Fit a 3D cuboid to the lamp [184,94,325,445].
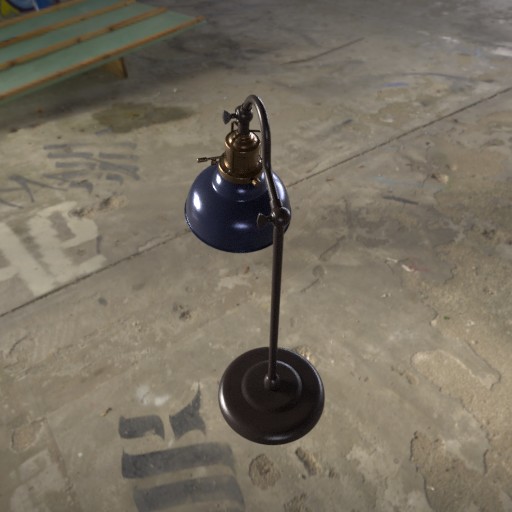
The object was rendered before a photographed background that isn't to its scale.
[{"bbox_3d":[0.000,0.000,0.699,0.192,0.508,0.374,-12,43,-13],"label":"lamp"}]
